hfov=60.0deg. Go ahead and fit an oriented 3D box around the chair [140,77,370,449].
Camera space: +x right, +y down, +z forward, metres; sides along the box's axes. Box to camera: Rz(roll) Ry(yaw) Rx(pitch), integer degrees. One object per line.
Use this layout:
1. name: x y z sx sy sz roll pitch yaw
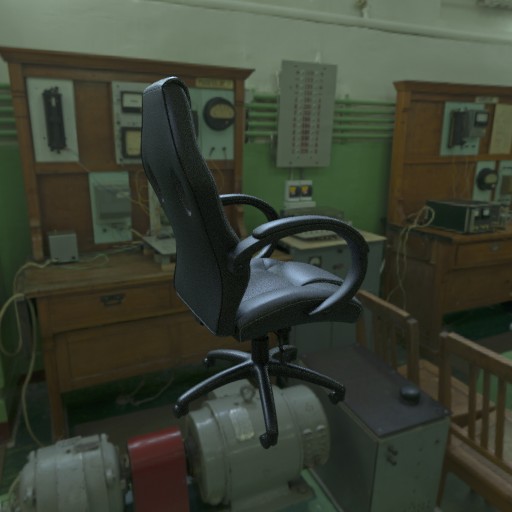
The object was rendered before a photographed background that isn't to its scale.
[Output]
1. chair: 0.000 0.000 1.645 0.724 1.187 0.673 -7 17 -25
